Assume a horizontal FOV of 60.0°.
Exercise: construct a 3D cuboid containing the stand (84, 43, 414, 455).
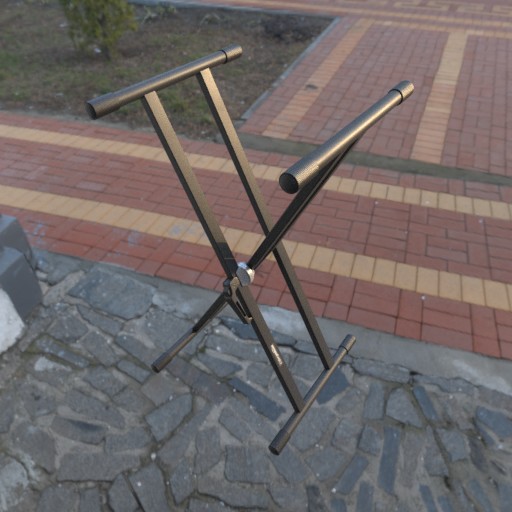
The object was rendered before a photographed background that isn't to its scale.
[{"bbox_3d":[0.000,0.000,1.207,0.503,0.900,0.495,25,47,26],"label":"stand"}]
